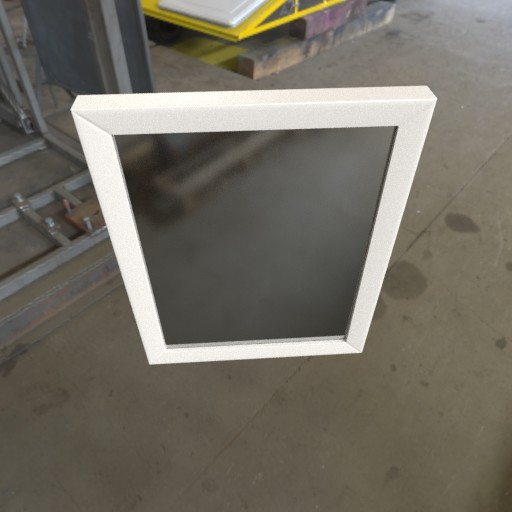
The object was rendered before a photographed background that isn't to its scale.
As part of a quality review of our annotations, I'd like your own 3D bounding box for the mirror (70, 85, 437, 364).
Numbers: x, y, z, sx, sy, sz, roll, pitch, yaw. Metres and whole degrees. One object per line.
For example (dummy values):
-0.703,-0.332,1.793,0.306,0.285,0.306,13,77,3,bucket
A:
0.000,0.000,0.680,0.405,0.508,0.041,-3,44,-3,mirror
